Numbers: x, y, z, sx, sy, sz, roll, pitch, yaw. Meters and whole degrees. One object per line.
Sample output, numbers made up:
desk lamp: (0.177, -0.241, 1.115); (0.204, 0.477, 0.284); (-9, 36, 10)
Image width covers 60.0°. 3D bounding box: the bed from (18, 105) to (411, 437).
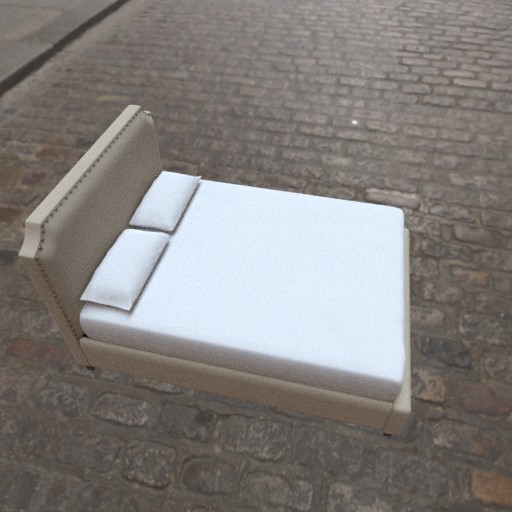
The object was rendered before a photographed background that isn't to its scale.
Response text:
bed: (0.000, 0.000, 3.263); (2.329, 1.415, 1.703); (10, 47, 9)
